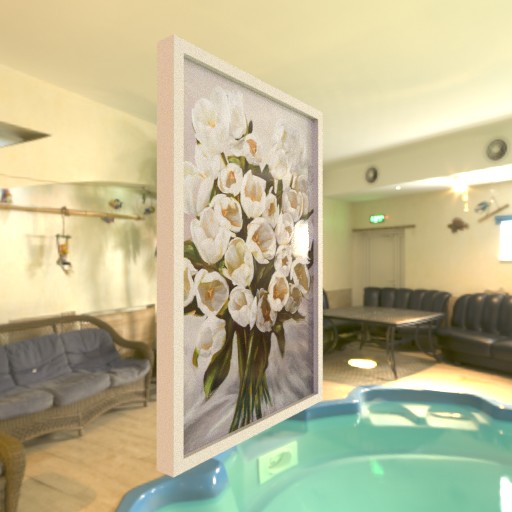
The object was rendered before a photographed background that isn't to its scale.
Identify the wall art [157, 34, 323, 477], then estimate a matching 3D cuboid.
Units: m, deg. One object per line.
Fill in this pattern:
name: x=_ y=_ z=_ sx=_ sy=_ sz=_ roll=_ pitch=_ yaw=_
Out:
wall art: x=0.000 y=0.000 z=0.551 sx=0.025 sy=0.428 sz=0.293 roll=0 pitch=0 yaw=38
